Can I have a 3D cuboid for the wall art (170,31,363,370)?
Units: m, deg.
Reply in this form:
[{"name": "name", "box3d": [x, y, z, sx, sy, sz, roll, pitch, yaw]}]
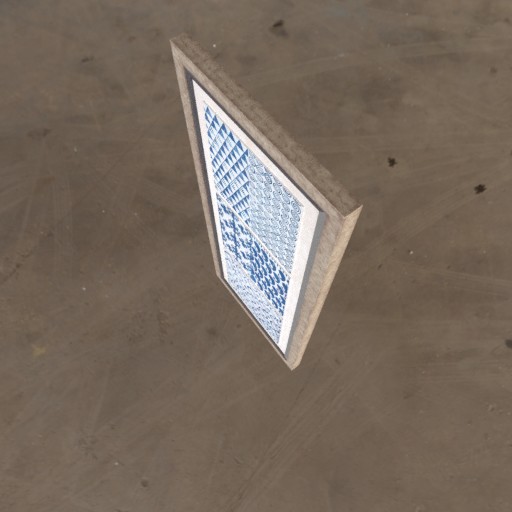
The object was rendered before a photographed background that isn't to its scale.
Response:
[{"name": "wall art", "box3d": [0.000, 0.000, 1.652, 0.051, 1.461, 0.648, -34, 69, -15]}]
